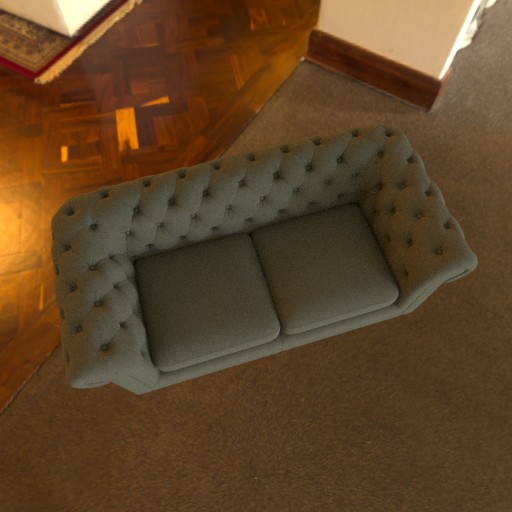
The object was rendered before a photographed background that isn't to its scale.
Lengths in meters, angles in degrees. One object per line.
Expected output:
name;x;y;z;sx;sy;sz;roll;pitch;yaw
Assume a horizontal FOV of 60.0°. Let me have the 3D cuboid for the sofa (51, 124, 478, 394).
sofa;0.000;0.000;2.459;1.998;0.764;0.986;-15;64;-7
